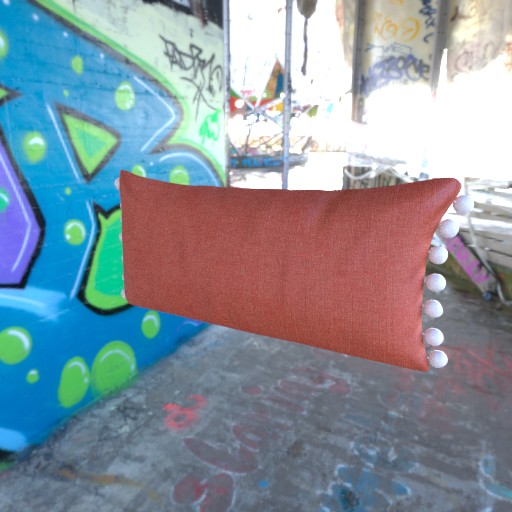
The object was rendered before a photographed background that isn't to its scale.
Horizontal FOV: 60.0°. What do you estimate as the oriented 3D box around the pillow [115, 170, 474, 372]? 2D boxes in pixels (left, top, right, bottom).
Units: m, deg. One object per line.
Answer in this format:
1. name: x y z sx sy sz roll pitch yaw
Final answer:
1. pillow: 0.000 0.000 0.831 0.709 0.322 0.201 8 18 26
